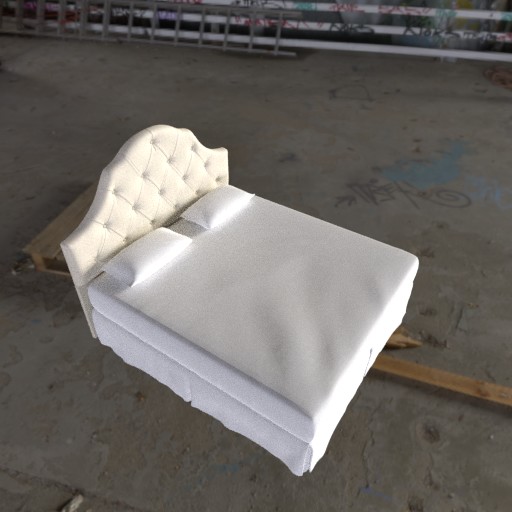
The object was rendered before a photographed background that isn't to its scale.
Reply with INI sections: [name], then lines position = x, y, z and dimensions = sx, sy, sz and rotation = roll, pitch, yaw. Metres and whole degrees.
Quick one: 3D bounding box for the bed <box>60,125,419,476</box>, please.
[bed]
position = 0.000, 0.000, 3.601
dimensions = 2.214, 1.615, 2.008
rotation = 24, 45, 26
